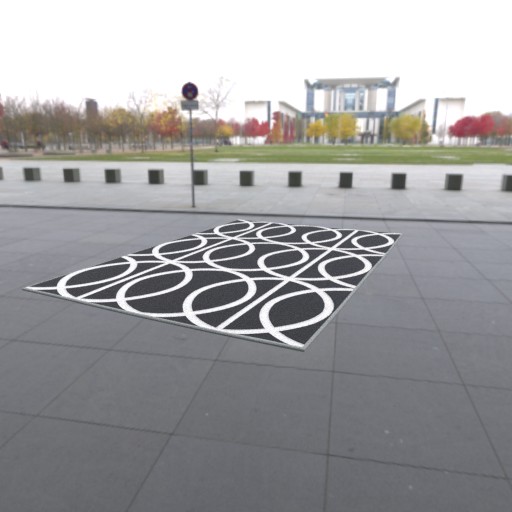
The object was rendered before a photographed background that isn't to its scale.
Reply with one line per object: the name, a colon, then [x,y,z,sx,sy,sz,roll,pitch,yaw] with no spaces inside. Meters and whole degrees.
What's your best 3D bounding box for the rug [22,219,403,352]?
rug: [0.000,0.000,2.892,1.526,0.014,2.290,7,16,25]
